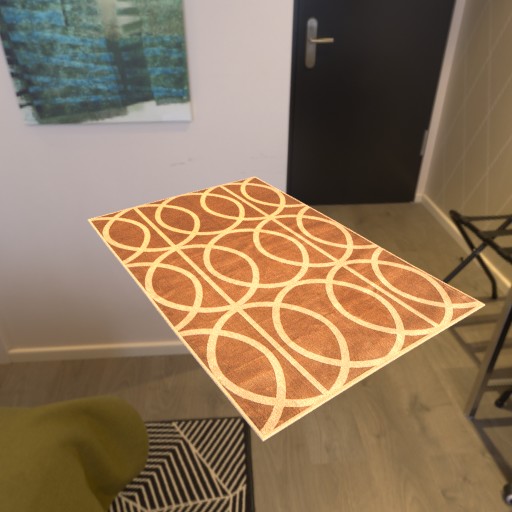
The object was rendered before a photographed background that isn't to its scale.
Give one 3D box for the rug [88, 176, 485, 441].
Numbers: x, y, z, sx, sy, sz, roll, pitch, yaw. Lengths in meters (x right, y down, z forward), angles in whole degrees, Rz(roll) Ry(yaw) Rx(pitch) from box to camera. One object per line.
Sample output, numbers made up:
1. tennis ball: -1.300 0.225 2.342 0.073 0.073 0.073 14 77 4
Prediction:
1. rug: 0.000 0.000 2.897 1.526 0.014 2.290 -20 37 -29
